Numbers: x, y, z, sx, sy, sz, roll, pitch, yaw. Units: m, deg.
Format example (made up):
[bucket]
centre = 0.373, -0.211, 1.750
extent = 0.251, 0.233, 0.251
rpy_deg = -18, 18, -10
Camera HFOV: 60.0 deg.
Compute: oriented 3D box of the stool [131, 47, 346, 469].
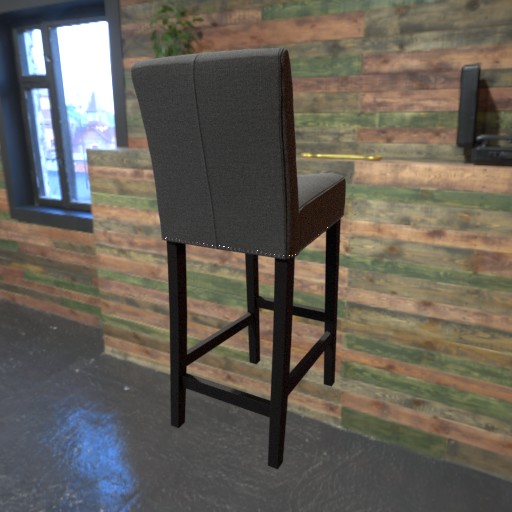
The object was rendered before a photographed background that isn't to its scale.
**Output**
[stool]
centre = 0.000, 0.000, 1.319
extent = 0.411, 1.047, 0.548
rpy_deg = 9, 18, 28
